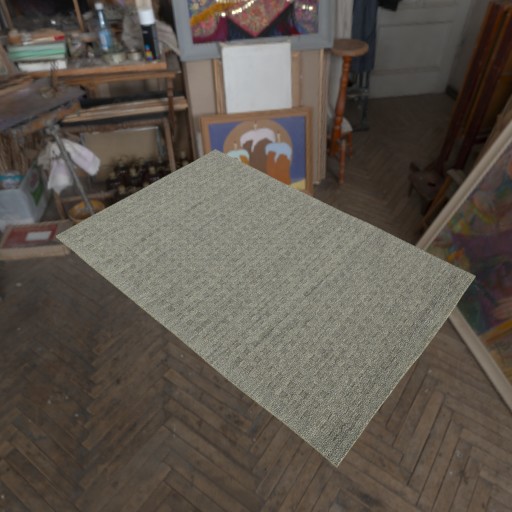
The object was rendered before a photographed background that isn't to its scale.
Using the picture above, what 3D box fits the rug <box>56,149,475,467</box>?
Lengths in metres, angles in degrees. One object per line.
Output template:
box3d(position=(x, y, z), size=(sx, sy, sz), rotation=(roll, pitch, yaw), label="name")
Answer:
box3d(position=(0.000, 0.000, 2.880), size=(2.297, 0.018, 1.532), rotation=(31, 52, 29), label="rug")
